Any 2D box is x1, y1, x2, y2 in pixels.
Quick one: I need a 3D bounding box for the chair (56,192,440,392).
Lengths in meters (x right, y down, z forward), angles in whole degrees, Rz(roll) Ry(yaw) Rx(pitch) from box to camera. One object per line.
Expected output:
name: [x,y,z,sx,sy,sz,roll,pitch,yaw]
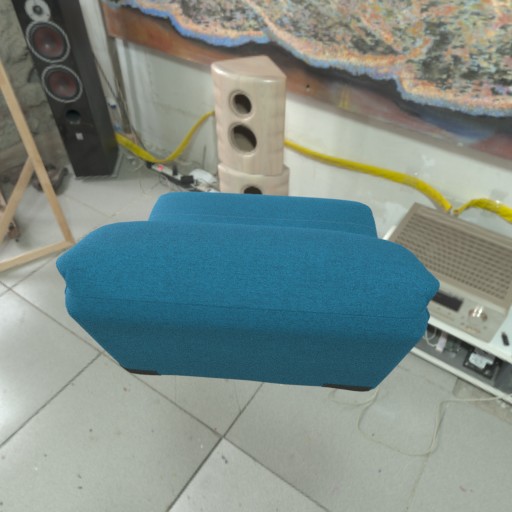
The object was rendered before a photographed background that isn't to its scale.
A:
chair: [0.000,0.000,1.324,0.820,0.580,0.780,3,45,3]
